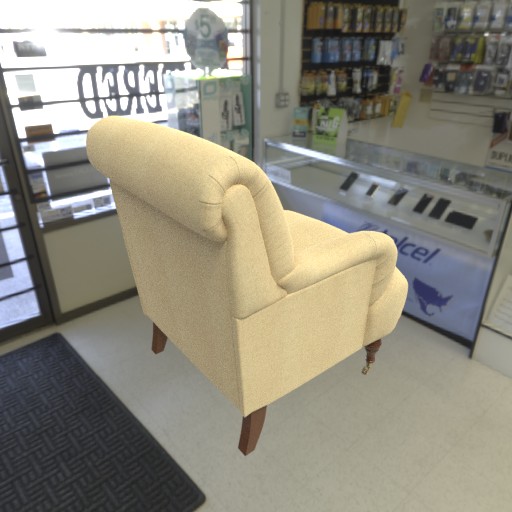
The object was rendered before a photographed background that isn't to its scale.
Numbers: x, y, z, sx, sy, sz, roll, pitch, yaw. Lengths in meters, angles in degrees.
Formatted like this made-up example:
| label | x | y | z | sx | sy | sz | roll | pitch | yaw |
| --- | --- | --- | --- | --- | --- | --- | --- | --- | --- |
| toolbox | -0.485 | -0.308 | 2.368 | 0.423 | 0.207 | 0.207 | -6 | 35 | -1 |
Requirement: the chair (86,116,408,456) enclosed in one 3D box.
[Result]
| label | x | y | z | sx | sy | sz | roll | pitch | yaw |
| --- | --- | --- | --- | --- | --- | --- | --- | --- | --- |
| chair | 0.000 | 0.000 | 1.545 | 0.842 | 0.944 | 0.766 | -19 | 32 | -33 |
